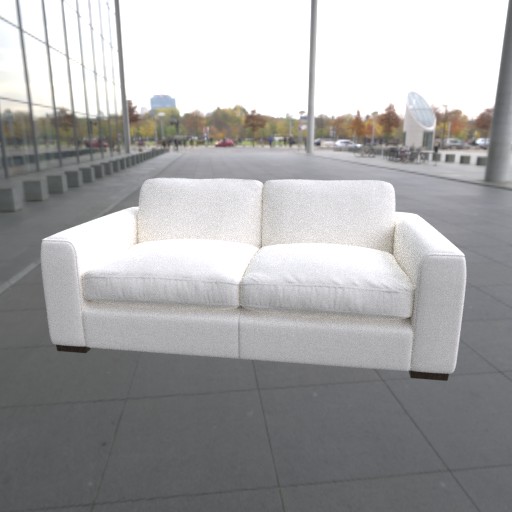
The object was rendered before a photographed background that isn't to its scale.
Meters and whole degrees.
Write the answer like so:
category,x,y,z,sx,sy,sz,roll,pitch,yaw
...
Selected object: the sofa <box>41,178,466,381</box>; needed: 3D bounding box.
category,x,y,z,sx,sy,sz,roll,pitch,yaw
sofa,0.000,0.000,2.451,1.920,0.801,1.069,2,15,8
